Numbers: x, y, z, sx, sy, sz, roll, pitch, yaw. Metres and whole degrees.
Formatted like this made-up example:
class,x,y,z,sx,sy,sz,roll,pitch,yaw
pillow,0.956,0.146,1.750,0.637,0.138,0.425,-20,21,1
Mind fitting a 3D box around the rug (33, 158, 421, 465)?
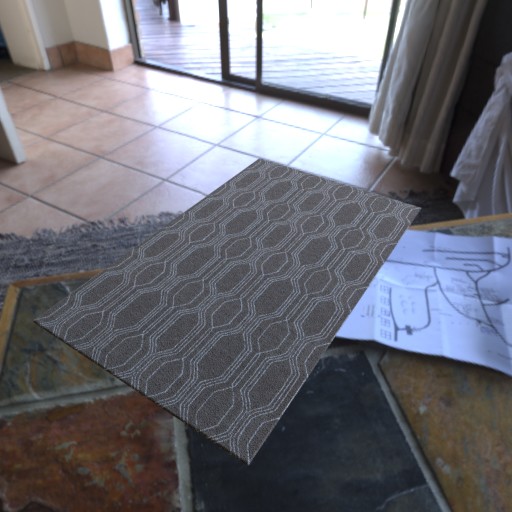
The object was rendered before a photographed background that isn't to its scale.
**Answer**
class,x,y,z,sx,sy,sz,roll,pitch,yaw
rug,0.000,0.000,3.076,1.541,0.012,2.457,23,45,25
